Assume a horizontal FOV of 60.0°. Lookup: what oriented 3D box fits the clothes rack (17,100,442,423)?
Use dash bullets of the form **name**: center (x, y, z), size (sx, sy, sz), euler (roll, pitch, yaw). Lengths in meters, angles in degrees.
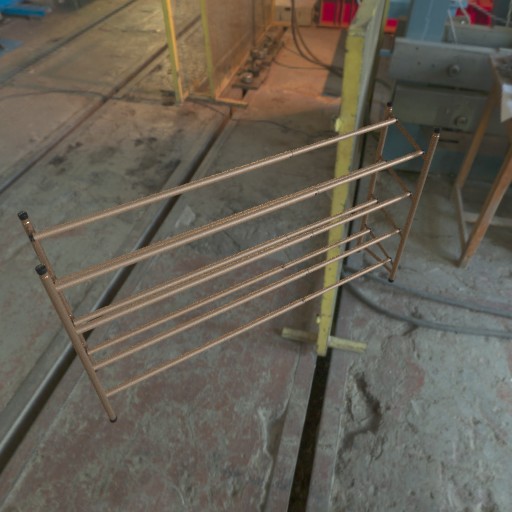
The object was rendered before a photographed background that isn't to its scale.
- **clothes rack**: center (0.000, 0.000, 1.410), size (1.168, 0.672, 0.229), euler (-22, 48, -21)
